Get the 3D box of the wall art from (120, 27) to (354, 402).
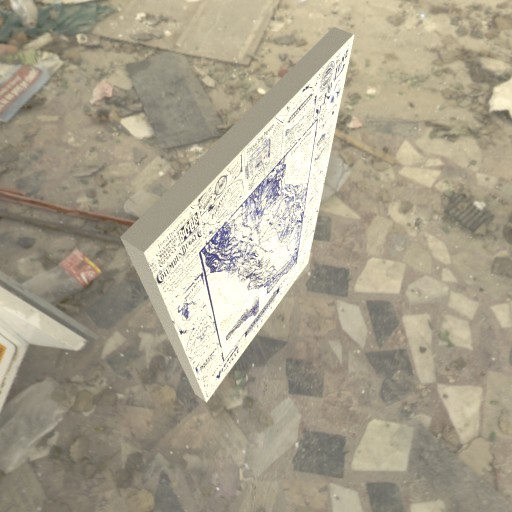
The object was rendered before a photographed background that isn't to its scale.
[{"bbox_3d":[0.000,0.000,0.949,0.039,0.753,0.511,31,64,17],"label":"wall art"}]
